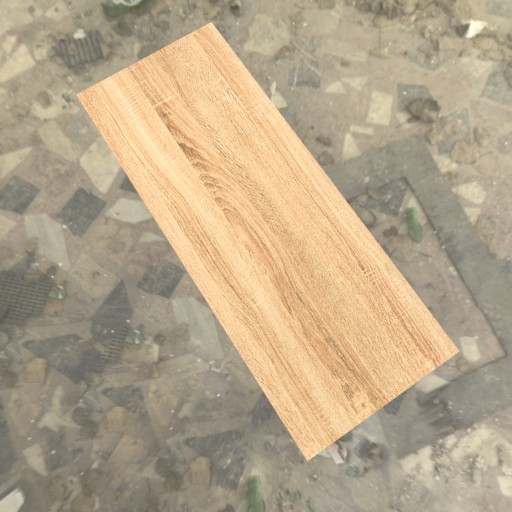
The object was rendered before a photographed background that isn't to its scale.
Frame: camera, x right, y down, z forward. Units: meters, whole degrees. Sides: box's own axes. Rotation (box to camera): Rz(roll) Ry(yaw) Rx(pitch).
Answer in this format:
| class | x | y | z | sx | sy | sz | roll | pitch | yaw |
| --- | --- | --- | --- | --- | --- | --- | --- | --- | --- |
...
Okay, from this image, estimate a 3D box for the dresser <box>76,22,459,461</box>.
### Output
| class | x | y | z | sx | sy | sz | roll | pitch | yaw |
| --- | --- | --- | --- | --- | --- | --- | --- | --- | --- |
| dresser | 0.000 | 0.000 | 1.556 | 0.450 | 0.900 | 1.100 | -32 | 78 | -8 |
